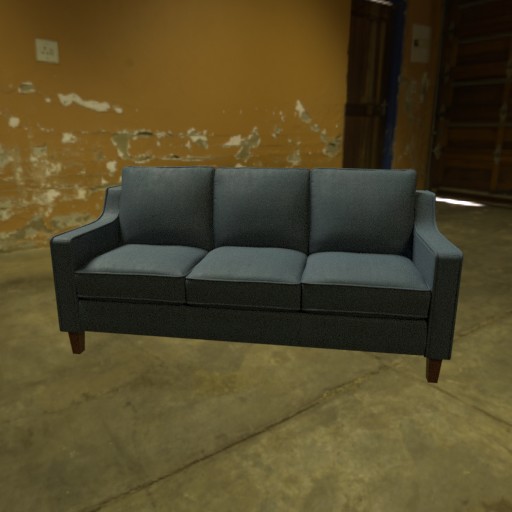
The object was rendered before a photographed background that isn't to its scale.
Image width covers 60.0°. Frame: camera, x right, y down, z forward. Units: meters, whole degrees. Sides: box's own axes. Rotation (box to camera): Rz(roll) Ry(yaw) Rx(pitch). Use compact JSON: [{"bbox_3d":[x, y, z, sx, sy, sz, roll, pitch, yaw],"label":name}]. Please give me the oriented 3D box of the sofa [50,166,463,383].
[{"bbox_3d":[0.000,0.000,2.542,1.986,0.974,0.911,2,15,9],"label":"sofa"}]
